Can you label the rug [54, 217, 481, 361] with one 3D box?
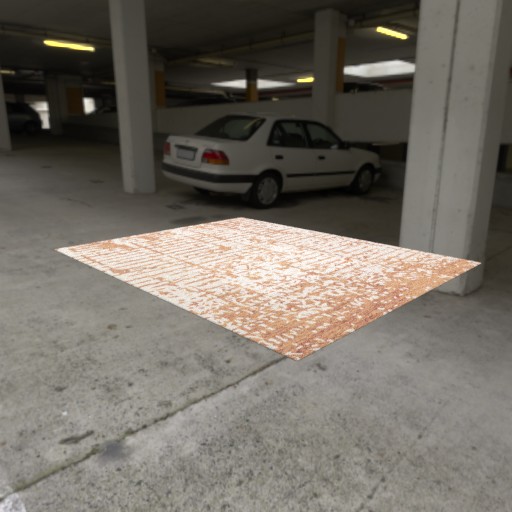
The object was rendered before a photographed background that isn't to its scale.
[{"bbox_3d":[0.000,0.000,4.031,2.441,0.011,3.050,-15,21,-43],"label":"rug"}]
